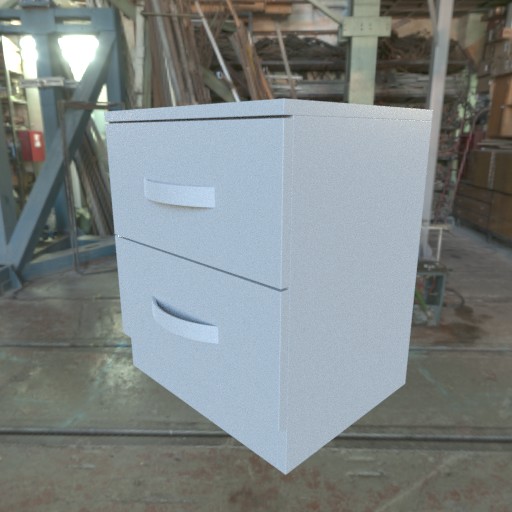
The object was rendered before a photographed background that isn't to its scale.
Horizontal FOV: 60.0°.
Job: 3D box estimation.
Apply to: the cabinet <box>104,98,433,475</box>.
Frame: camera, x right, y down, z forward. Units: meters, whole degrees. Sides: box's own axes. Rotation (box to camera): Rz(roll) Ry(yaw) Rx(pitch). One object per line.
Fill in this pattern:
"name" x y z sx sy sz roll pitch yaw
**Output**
"cabinet" 0.000 0.000 0.753 0.360 0.470 0.400 -14 21 -42
